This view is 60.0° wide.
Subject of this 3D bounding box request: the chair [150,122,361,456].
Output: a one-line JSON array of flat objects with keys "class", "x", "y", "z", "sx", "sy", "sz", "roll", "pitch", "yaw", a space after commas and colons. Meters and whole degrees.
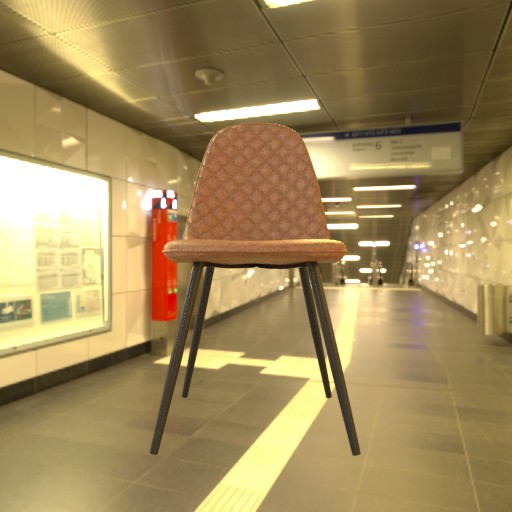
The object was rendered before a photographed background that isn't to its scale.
[{"class": "chair", "x": 0.000, "y": 0.000, "z": 1.209, "sx": 0.472, "sy": 0.889, "sz": 0.561, "roll": 0, "pitch": 0, "yaw": 1}]
